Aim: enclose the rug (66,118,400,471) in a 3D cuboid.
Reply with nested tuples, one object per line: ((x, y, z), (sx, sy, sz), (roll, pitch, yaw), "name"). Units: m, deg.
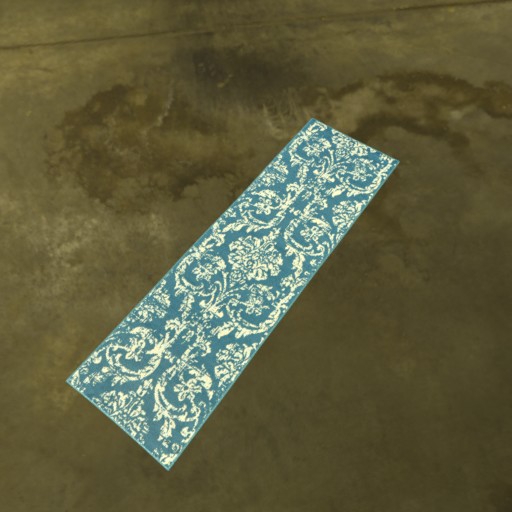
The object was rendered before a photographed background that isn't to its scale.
((0.000, 0.000, 2.470), (0.662, 0.011, 2.196), (32, 65, 17), "rug")
